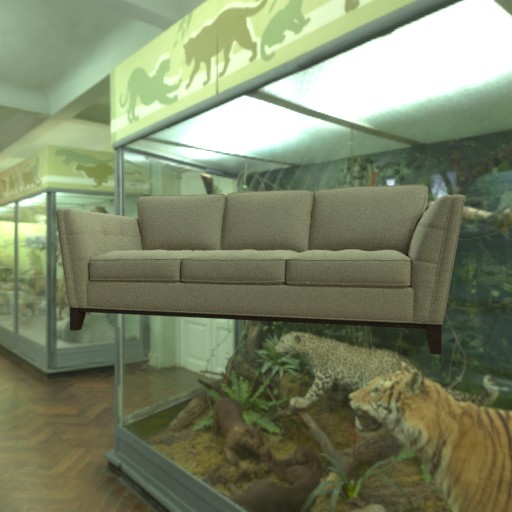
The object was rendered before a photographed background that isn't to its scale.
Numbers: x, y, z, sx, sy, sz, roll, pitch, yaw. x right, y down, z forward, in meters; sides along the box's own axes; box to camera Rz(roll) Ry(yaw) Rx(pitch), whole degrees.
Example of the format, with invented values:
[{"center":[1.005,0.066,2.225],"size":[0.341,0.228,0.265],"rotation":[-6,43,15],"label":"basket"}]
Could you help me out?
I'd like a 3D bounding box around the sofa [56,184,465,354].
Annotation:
[{"center":[0.000,0.000,2.914],"size":[2.388,0.940,0.965],"rotation":[0,1,18],"label":"sofa"}]
